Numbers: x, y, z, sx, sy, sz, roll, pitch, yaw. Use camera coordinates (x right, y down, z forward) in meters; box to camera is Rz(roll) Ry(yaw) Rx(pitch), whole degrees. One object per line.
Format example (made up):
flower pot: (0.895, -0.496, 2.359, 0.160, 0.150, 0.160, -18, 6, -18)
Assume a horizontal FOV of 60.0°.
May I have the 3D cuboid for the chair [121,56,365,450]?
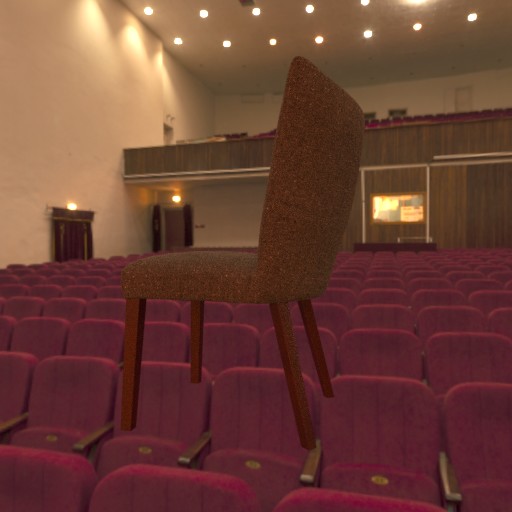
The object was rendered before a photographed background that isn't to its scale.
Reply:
chair: (0.000, 0.000, 1.313, 0.623, 0.924, 0.535, 0, 1, 16)
